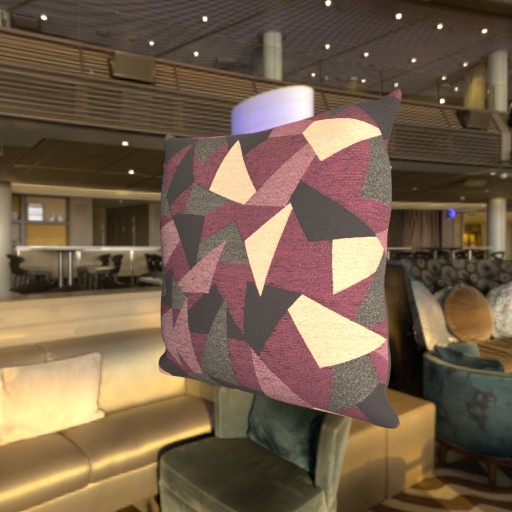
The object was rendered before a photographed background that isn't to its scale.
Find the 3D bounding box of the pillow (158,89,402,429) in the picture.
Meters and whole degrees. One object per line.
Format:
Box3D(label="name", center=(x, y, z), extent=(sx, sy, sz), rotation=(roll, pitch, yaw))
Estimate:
Box3D(label="pillow", center=(0.000, 0.000, 0.775), extent=(0.503, 0.496, 0.208), rotation=(1, 1, 36))
